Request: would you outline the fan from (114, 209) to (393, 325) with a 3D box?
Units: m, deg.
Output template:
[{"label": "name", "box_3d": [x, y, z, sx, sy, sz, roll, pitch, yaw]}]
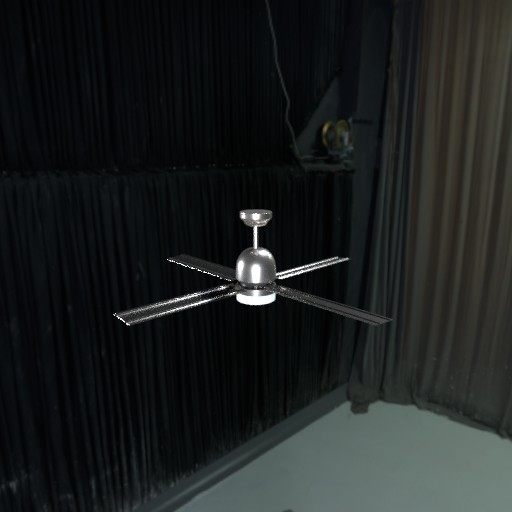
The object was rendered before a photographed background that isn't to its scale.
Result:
[{"label": "fan", "box_3d": [0.000, 0.000, 2.026, 1.346, 0.406, 1.346, -13, 19, -43]}]
